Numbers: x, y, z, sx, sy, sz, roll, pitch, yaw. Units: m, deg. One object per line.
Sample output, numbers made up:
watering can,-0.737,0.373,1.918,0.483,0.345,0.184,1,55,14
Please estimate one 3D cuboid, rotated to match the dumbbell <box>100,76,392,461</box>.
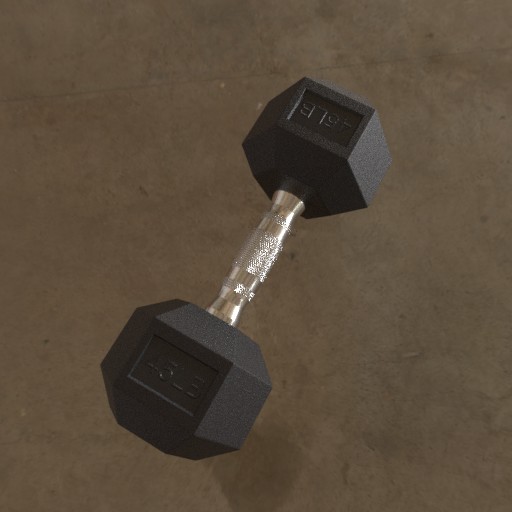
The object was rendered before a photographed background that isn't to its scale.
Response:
dumbbell,0.000,0.000,0.416,0.141,0.123,0.356,28,76,8
